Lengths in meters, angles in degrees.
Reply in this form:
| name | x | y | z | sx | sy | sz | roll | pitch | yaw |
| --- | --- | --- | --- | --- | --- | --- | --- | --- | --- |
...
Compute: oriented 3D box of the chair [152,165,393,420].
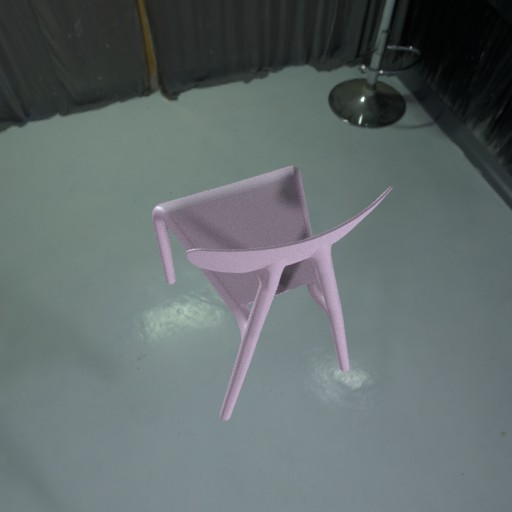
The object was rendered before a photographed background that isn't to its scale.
| name | x | y | z | sx | sy | sz | roll | pitch | yaw |
| --- | --- | --- | --- | --- | --- | --- | --- | --- | --- |
| chair | 0.000 | 0.000 | 0.864 | 0.356 | 0.580 | 0.401 | -18 | 58 | -12 |
